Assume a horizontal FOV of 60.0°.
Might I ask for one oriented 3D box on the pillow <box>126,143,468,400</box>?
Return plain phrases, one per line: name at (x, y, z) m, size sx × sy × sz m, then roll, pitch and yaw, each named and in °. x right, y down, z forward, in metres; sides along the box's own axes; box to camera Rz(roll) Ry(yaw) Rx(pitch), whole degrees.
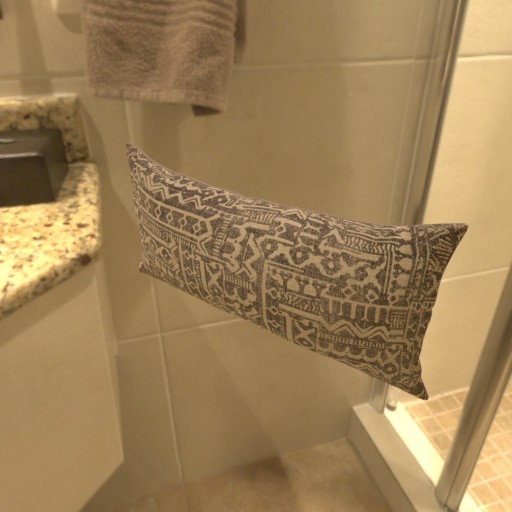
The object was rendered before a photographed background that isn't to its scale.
pillow at (0.000, 0.000, 0.749) m, size 0.631 × 0.290 × 0.148 m, roll 20°, pitch 35°, yaw 30°
